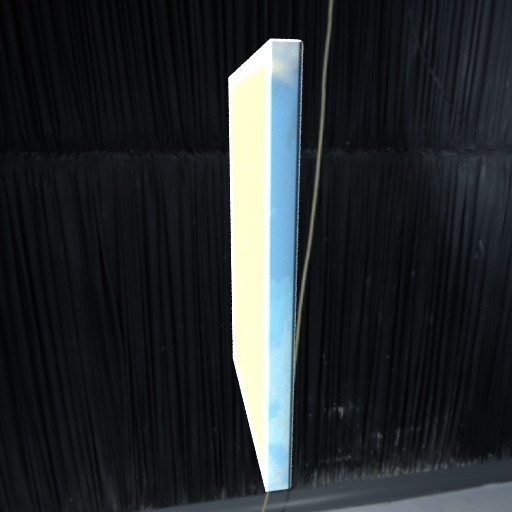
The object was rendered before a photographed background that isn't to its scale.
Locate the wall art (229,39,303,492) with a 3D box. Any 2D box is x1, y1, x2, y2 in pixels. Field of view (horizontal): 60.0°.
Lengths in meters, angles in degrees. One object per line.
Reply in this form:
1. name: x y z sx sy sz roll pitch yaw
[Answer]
1. wall art: 0.000 0.000 0.759 0.038 0.610 0.401 -3 17 -9
